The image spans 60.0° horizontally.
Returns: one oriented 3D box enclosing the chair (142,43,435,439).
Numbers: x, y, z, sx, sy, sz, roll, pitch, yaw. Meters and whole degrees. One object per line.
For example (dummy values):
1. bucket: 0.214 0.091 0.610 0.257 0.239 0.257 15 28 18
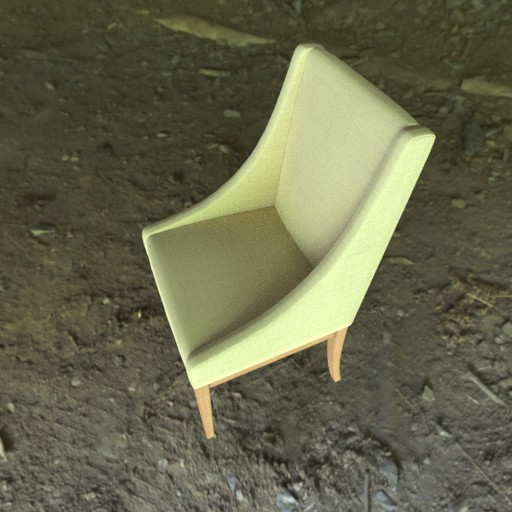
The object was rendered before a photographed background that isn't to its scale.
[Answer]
1. chair: 0.000 0.000 1.368 0.611 1.021 0.575 -16 49 -15
